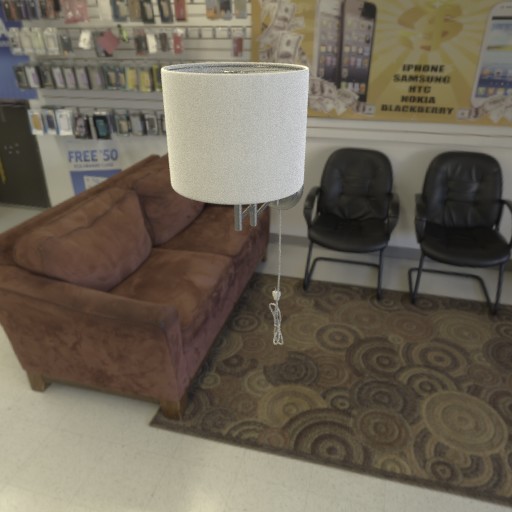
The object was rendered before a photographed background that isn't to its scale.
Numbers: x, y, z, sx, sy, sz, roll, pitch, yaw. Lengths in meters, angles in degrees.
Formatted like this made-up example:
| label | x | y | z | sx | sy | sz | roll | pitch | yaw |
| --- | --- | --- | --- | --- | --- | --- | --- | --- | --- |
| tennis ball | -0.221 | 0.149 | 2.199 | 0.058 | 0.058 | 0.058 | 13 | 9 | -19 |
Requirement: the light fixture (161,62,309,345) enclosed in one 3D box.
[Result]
| label | x | y | z | sx | sy | sz | roll | pitch | yaw |
| --- | --- | --- | --- | --- | --- | --- | --- | --- | --- |
| light fixture | 0.000 | 0.000 | 1.051 | 0.253 | 0.842 | 0.479 | 9 | 28 | 16 |
